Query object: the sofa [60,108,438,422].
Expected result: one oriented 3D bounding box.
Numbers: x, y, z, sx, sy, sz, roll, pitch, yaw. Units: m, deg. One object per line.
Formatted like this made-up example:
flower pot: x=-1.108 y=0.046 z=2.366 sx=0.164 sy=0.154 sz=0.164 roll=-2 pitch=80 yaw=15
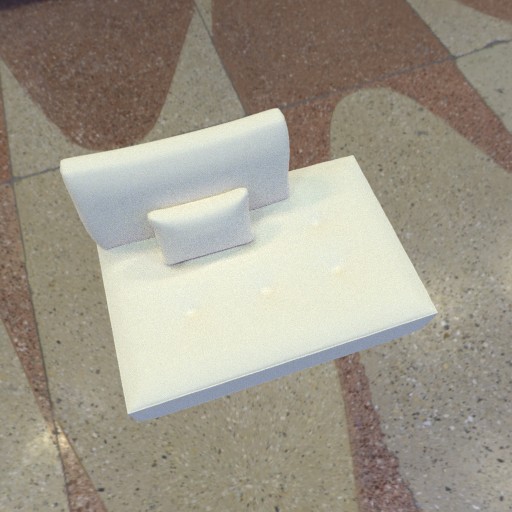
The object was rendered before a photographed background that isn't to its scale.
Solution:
sofa: x=0.000 y=0.000 z=2.079 sx=1.450 sy=0.820 sz=1.000 roll=-16 pitch=64 yaw=-8
